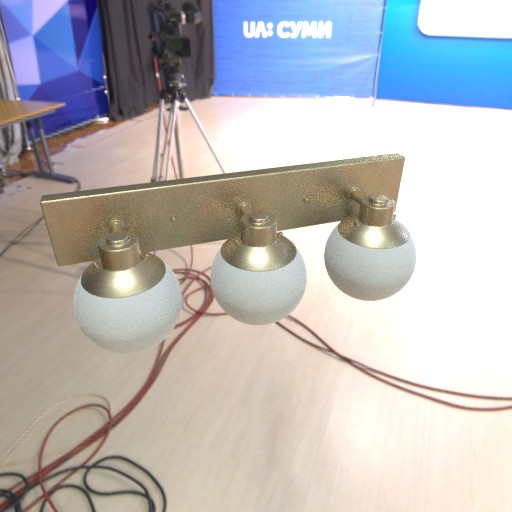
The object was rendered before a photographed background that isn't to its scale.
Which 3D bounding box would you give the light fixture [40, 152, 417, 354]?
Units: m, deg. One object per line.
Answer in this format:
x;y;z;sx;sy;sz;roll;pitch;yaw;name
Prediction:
0.000;0.000;0.853;0.721;0.263;0.218;-10;34;-15;light fixture
